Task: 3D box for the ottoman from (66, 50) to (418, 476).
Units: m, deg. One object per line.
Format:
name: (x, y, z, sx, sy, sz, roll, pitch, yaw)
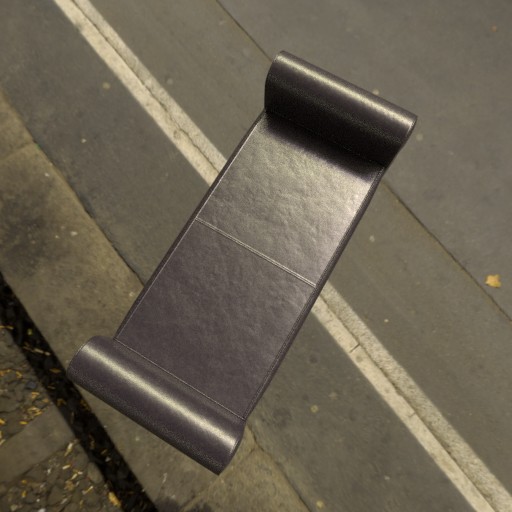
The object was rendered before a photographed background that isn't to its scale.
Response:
ottoman: (0.000, 0.000, 1.565, 0.521, 0.547, 1.256, 29, 77, 8)
